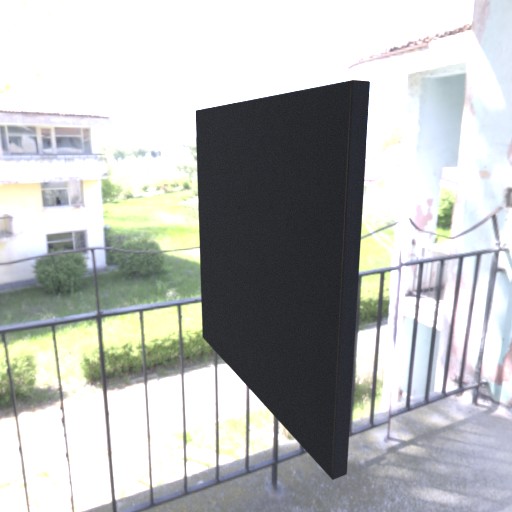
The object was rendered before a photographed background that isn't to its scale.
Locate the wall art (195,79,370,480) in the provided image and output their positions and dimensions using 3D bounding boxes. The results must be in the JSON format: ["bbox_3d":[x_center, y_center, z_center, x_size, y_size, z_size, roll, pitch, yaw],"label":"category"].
[{"bbox_3d":[0.000,0.000,0.455,0.015,0.303,0.304,-7,16,-26],"label":"wall art"}]
